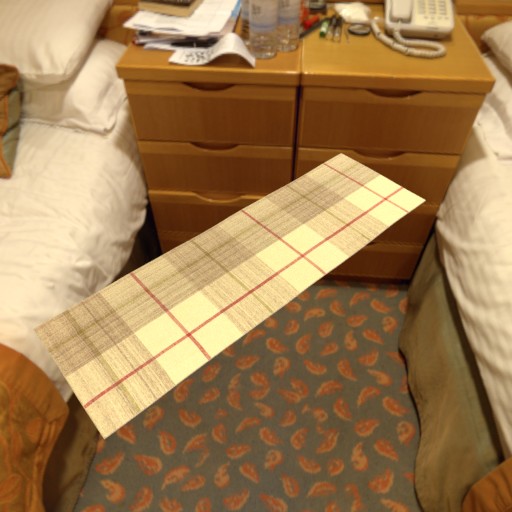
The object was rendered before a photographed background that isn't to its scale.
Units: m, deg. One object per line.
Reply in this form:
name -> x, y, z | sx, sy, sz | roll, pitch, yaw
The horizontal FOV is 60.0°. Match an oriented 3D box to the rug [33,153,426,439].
rug -> 0.000, 0.000, 2.676 | 2.439, 0.013, 0.762 | -33, 55, -27
